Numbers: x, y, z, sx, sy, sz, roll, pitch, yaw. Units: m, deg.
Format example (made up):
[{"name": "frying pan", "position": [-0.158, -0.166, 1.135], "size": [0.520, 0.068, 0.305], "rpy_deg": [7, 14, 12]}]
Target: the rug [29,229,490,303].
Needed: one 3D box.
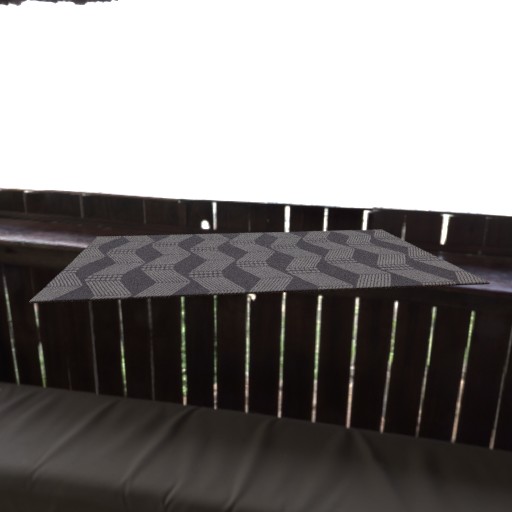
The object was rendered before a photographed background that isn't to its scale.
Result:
[{"name": "rug", "position": [0.000, 0.000, 3.043], "size": [2.435, 0.011, 1.517], "rpy_deg": [-2, 15, -7]}]
